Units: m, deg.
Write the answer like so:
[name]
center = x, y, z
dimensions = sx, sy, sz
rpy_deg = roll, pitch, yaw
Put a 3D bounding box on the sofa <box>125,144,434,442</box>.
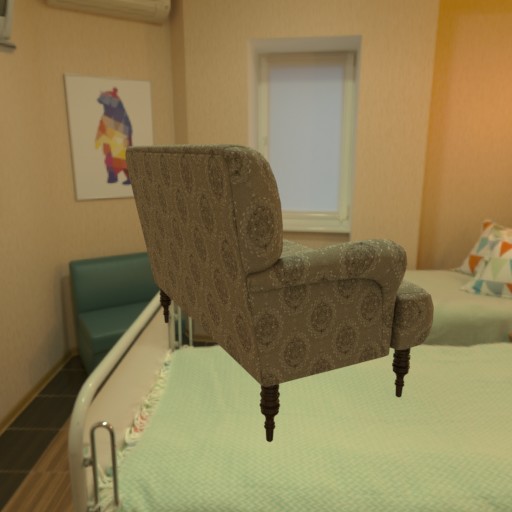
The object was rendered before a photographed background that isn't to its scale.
[sofa]
center = 0.000, 0.000, 1.835
dimensions = 0.779, 0.889, 1.297
rpy_deg = -7, 15, -27
